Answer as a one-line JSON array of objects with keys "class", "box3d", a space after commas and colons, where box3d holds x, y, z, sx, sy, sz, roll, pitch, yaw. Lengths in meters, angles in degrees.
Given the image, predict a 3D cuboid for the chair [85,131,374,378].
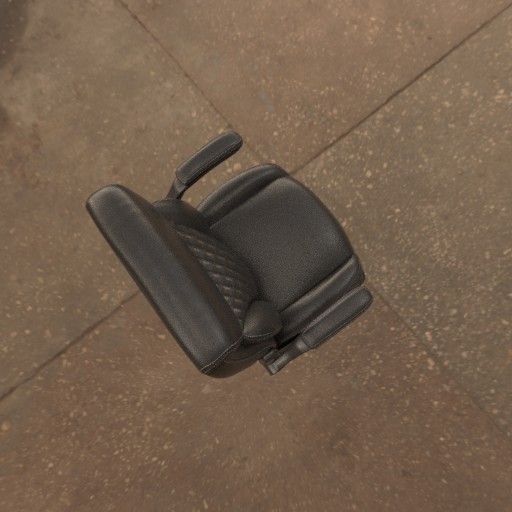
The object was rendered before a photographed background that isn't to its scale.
[{"class": "chair", "box3d": [0.000, 0.000, 1.624, 0.724, 1.110, 0.782, -36, 78, -9]}]
